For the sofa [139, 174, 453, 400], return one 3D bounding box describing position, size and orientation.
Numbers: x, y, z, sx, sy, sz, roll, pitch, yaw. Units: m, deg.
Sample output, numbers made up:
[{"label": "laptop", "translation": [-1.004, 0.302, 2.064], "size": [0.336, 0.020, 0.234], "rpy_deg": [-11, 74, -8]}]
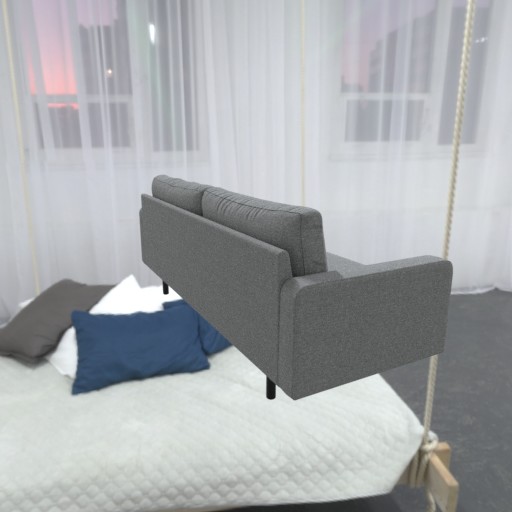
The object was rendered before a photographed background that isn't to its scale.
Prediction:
[{"label": "sofa", "translation": [0.000, 0.000, 2.731], "size": [0.880, 0.880, 2.200], "rpy_deg": [-8, 17, -27]}]
